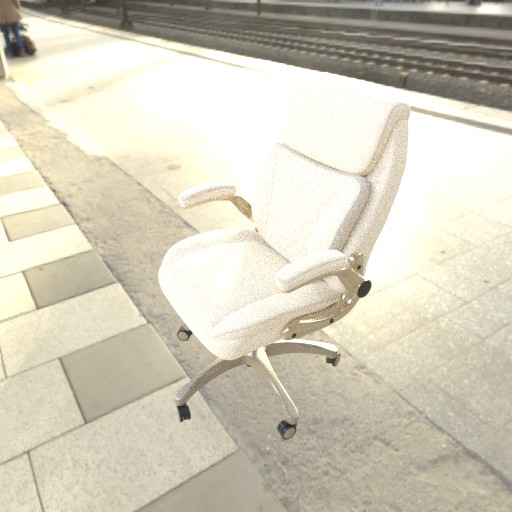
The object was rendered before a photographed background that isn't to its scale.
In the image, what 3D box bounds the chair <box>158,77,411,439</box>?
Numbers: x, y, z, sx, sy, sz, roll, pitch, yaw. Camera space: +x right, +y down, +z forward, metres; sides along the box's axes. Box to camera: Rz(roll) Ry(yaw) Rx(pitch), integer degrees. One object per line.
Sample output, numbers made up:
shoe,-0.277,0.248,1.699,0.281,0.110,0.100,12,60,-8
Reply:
chair,0.000,0.000,1.599,0.794,1.110,0.740,-21,37,-30
